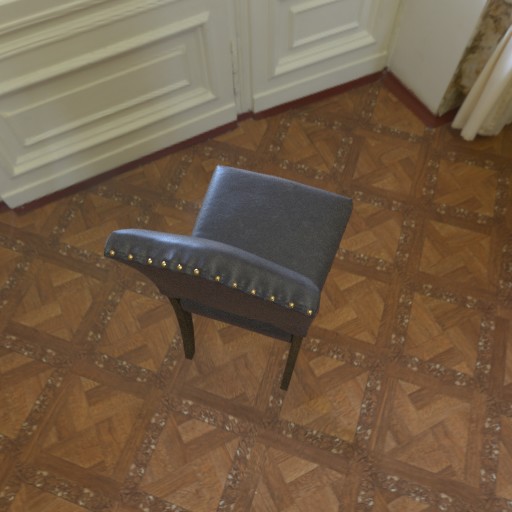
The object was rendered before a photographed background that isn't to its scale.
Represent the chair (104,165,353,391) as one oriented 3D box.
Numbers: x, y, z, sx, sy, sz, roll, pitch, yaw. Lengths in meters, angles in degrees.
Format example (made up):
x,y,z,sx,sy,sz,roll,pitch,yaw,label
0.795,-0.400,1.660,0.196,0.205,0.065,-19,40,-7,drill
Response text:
x,y,z,sx,sy,sz,roll,pitch,yaw,label
0.000,0.000,1.366,0.500,0.991,0.633,16,63,8,chair
